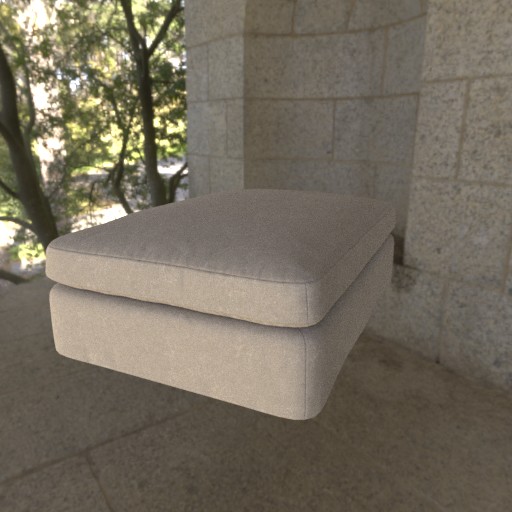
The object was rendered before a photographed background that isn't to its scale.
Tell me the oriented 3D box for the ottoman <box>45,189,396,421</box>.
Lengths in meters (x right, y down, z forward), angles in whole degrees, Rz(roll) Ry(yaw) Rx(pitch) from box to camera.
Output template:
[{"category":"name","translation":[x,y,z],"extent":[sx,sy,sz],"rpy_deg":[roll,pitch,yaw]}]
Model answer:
[{"category":"ottoman","translation":[0.000,0.000,1.629],"extent":[0.840,0.429,1.199],"rpy_deg":[7,17,24]}]
